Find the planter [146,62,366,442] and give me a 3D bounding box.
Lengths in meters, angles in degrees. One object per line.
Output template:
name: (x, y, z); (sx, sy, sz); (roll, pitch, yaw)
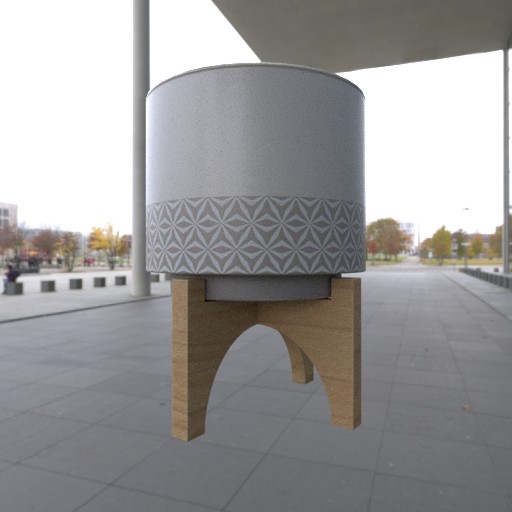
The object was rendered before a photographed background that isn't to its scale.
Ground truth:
planter: (0.000, 0.000, 0.390); (0.188, 0.260, 0.188); (0, 0, 0)
